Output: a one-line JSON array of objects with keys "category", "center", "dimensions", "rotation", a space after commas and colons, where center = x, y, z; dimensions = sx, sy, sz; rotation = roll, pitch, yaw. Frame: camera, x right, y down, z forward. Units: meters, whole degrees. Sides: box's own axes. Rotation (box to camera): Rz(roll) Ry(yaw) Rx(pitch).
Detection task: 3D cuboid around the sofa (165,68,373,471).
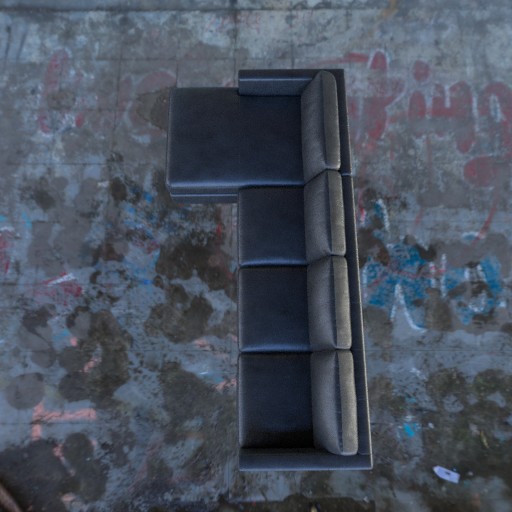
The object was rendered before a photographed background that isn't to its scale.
[{"category": "sofa", "center": [0.000, 0.000, 3.723], "dimensions": [1.581, 0.883, 3.203], "rotation": [-1, 75, 0]}]
